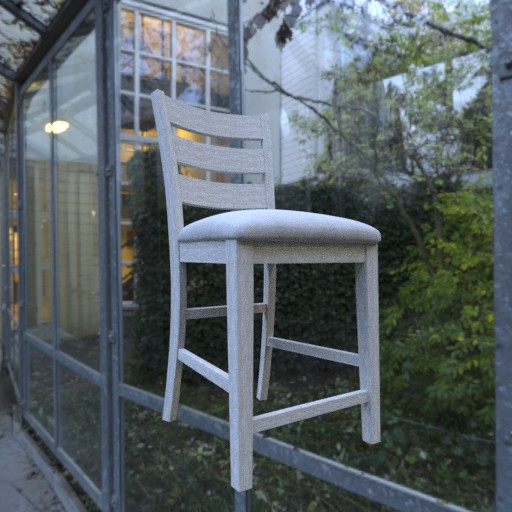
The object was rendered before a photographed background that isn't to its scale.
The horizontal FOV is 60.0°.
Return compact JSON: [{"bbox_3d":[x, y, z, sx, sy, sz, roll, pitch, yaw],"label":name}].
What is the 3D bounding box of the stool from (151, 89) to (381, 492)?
[{"bbox_3d":[0.000,0.000,1.319,0.484,1.032,0.569,0,0,-35],"label":"stool"}]
